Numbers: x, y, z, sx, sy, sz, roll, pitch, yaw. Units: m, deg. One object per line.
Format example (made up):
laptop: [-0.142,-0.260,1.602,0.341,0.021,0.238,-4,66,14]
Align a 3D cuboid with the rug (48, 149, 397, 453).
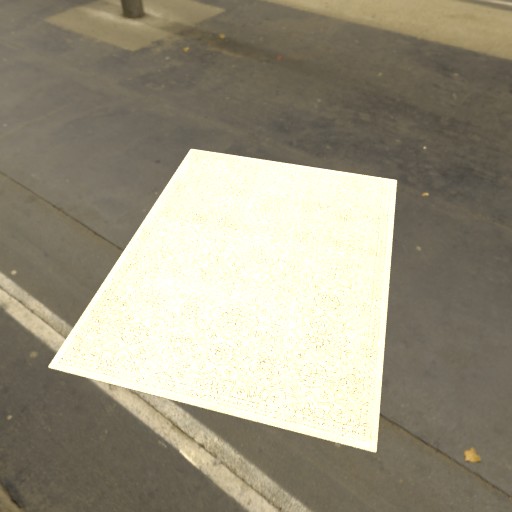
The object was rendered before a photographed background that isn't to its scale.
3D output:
rug: [0.000,0.000,4.140,2.441,0.015,3.050,11,47,10]
